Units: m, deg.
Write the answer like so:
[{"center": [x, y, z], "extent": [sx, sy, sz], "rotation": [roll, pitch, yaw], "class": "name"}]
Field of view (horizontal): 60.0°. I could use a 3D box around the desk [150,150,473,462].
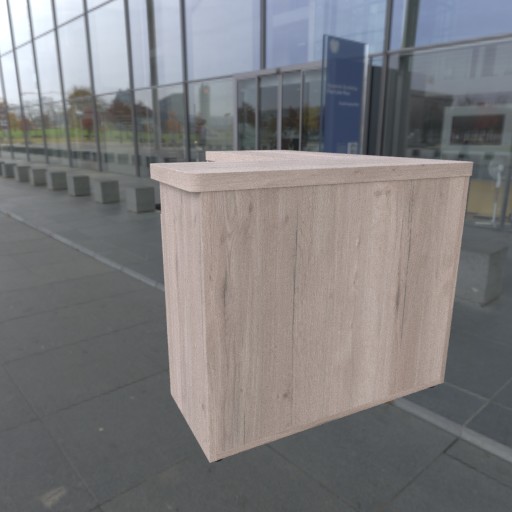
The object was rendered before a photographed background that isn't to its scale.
[{"center": [0.000, 0.000, 1.738], "extent": [0.900, 0.760, 1.169], "rotation": [-8, 17, -26], "class": "desk"}]
